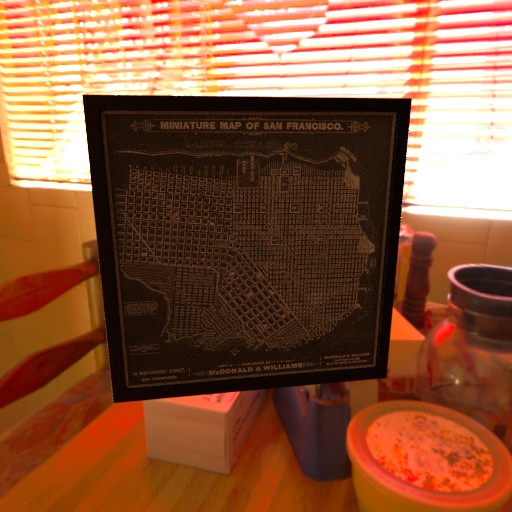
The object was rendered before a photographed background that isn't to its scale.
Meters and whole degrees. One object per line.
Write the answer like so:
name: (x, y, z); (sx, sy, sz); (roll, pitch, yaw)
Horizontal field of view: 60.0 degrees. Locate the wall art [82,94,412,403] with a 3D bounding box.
wall art: (0.000, 0.000, 0.676); (0.457, 0.458, 0.012); (-3, 16, -9)
